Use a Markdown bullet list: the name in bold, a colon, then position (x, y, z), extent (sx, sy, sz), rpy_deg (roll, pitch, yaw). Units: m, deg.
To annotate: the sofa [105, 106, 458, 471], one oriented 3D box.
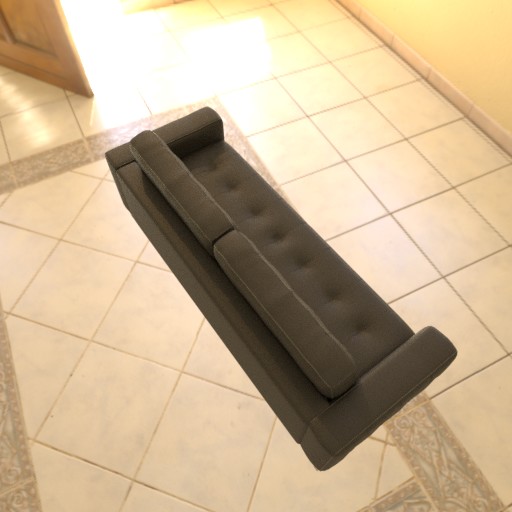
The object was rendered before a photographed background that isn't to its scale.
- **sofa**: position (0.000, 0.000, 2.651), extent (0.833, 0.893, 2.275), rpy_deg (-31, 62, -19)
